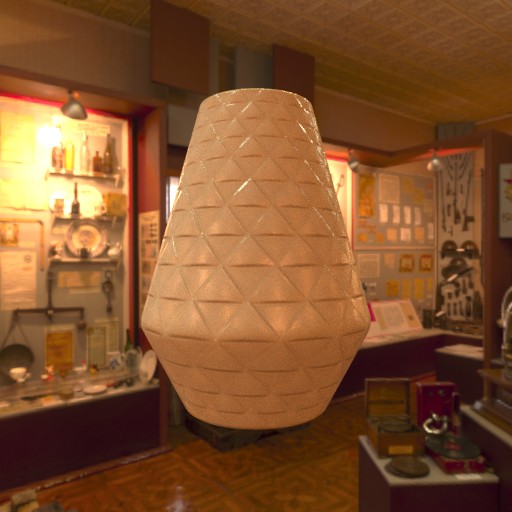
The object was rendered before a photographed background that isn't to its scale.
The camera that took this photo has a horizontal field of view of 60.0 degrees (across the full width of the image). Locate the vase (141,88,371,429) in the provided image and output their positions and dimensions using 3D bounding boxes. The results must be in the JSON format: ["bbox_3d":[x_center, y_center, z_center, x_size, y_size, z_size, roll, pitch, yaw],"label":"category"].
[{"bbox_3d":[0.000,0.000,0.348,0.175,0.230,0.175,0,0,0],"label":"vase"}]
